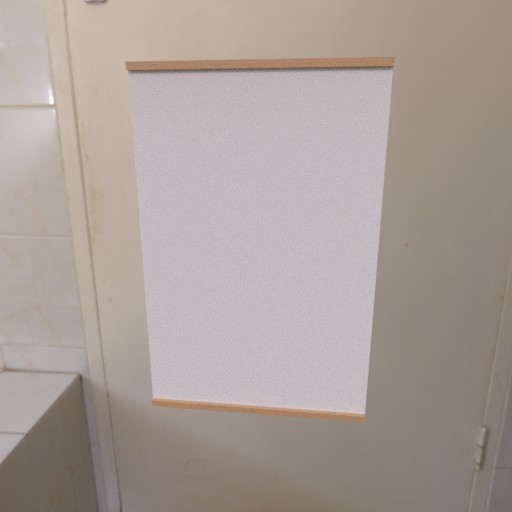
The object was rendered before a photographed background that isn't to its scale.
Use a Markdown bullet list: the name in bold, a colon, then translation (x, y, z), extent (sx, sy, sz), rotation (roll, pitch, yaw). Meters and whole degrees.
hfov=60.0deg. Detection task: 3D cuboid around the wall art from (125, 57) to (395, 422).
- **wall art**: translation (0.000, 0.000, 0.626), extent (0.335, 0.510, 0.013), rotation (2, 17, 7)
